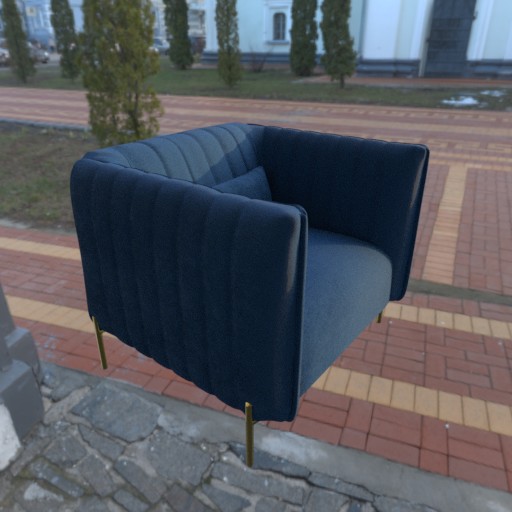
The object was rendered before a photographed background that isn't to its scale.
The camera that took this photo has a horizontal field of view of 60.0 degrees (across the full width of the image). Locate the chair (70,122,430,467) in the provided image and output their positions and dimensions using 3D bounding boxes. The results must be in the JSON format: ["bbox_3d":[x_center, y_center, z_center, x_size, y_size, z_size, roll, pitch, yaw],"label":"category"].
[{"bbox_3d":[0.000,0.000,1.603,0.877,0.793,0.947,19,31,33],"label":"chair"}]
